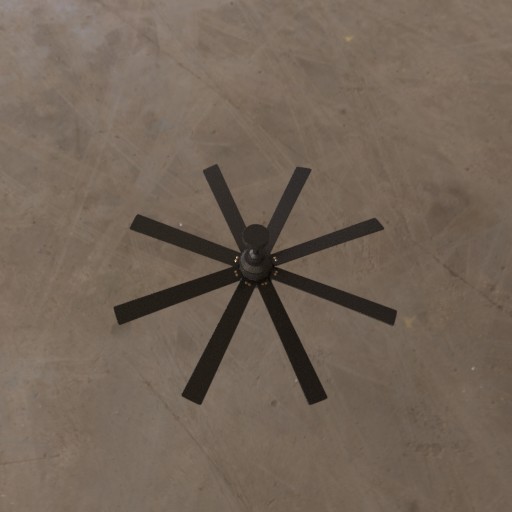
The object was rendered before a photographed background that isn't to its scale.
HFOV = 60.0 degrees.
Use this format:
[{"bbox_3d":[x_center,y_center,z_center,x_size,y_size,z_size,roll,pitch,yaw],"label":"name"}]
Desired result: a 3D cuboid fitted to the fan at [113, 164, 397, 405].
[{"bbox_3d":[0.000,0.000,2.741,1.830,0.472,1.830,-19,61,-11],"label":"fan"}]
